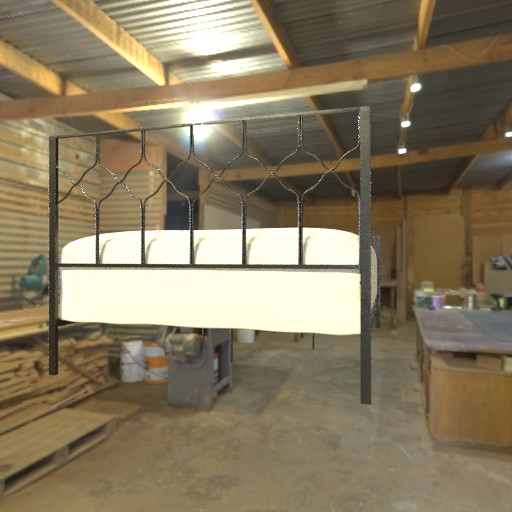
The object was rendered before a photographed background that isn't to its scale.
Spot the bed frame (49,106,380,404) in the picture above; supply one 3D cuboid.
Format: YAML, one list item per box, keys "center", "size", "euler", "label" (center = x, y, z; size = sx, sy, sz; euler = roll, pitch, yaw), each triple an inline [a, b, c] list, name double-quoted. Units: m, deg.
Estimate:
- center: [0.000, 0.000, 3.027]
  size: [1.597, 1.222, 2.063]
  euler: [0, 0, 17]
  label: "bed frame"
